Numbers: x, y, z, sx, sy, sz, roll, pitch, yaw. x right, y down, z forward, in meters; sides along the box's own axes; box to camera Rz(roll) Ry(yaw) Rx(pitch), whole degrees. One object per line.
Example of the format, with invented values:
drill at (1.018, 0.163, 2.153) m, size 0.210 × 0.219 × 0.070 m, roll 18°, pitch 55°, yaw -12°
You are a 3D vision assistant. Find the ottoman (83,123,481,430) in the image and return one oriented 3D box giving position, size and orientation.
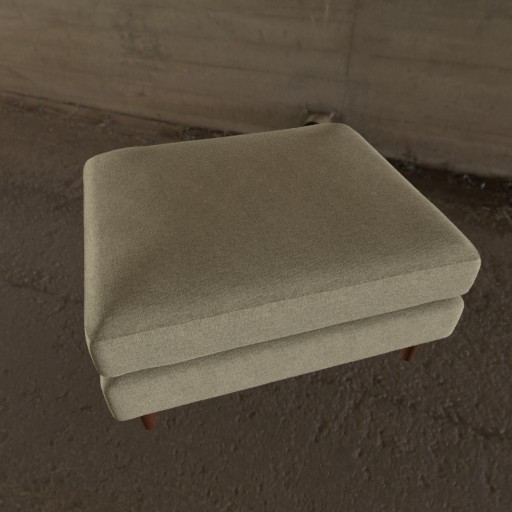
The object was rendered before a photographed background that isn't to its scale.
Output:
ottoman at (0.000, 0.000, 1.201) m, size 0.821 × 0.474 × 0.693 m, roll -11°, pitch 42°, yaw -12°
